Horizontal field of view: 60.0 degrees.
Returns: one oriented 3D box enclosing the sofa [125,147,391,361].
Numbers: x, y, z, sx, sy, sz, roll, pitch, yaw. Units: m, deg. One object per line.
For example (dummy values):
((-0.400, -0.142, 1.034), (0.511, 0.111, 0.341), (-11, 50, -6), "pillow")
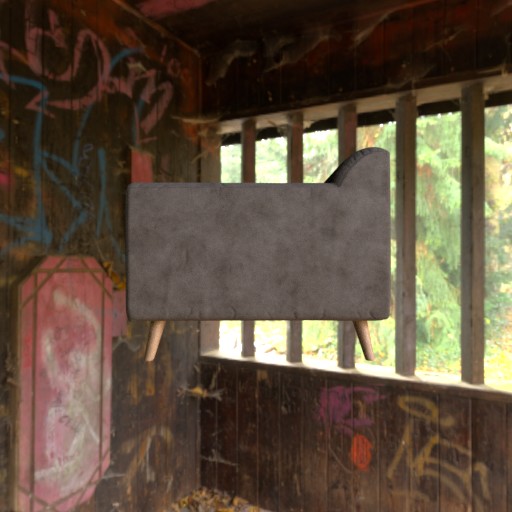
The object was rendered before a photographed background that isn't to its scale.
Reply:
((0.000, 0.000, 2.560), (0.900, 0.740, 2.190), (0, -1, 0), "sofa")
